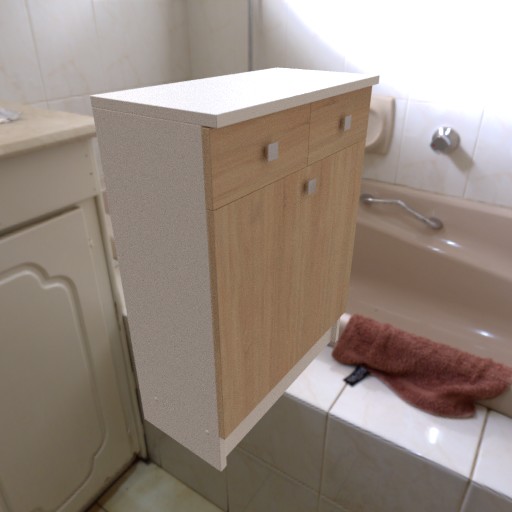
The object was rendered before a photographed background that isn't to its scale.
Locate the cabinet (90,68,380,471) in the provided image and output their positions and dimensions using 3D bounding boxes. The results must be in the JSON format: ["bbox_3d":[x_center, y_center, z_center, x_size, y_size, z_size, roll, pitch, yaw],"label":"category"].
[{"bbox_3d":[0.000,0.000,1.116,0.296,0.815,0.600,19,34,31],"label":"cabinet"}]
